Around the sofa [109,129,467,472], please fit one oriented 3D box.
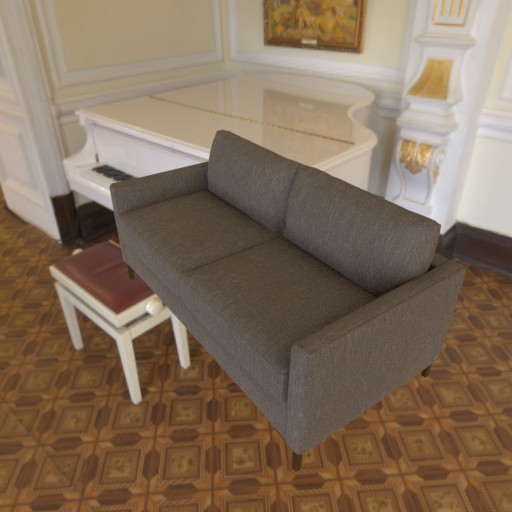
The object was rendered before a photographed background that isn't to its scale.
[{"bbox_3d":[0.000,0.000,2.202,0.875,0.840,1.682,-21,38,-30],"label":"sofa"}]
